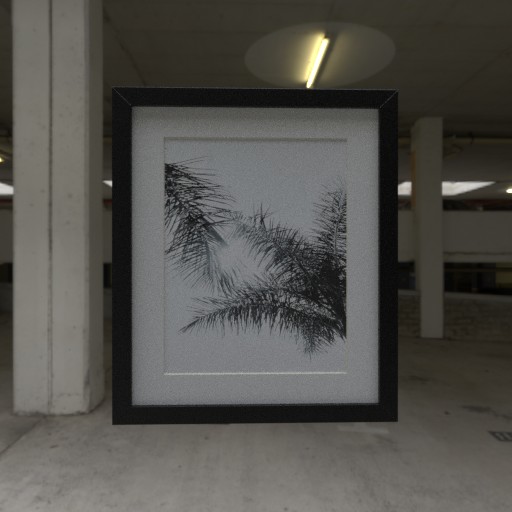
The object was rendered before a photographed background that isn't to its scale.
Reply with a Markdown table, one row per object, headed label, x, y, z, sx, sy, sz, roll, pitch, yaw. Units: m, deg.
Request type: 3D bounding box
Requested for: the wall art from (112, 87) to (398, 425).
| label | x | y | z | sx | sy | sz | roll | pitch | yaw |
| --- | --- | --- | --- | --- | --- | --- | --- | --- | --- |
| wall art | 0.000 | 0.000 | 0.517 | 0.325 | 0.380 | 0.028 | 0 | 0 | -2 |
